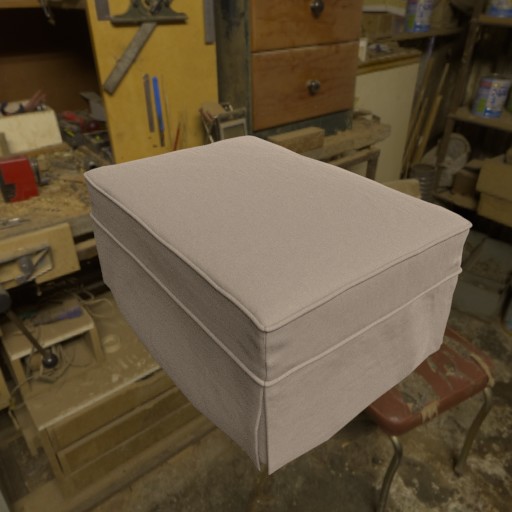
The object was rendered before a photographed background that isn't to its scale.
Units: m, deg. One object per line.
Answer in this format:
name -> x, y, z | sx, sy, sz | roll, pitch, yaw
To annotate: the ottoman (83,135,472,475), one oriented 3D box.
ottoman -> 0.000, 0.000, 1.292 | 0.703, 0.479, 0.944 | -22, 38, -31
